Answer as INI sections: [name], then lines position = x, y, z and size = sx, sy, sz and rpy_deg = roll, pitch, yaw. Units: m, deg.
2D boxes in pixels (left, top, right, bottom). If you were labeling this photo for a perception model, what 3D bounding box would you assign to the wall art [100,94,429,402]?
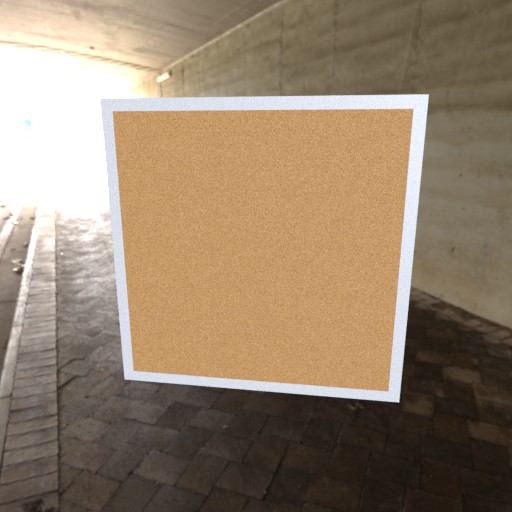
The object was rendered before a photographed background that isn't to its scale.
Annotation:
[wall art]
position = 0.000, 0.000, 1.198
size = 0.812, 0.813, 0.013
rpy_deg = 2, 15, 8
